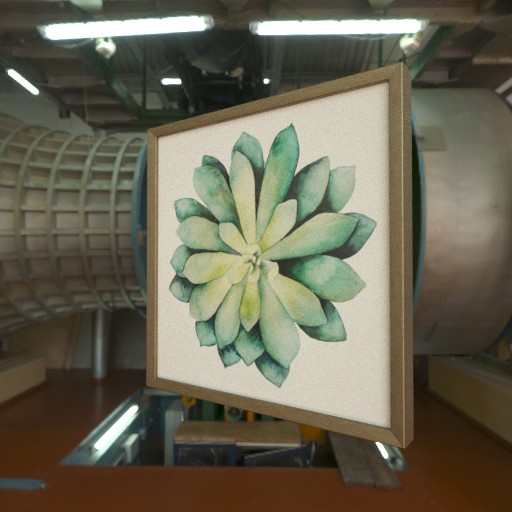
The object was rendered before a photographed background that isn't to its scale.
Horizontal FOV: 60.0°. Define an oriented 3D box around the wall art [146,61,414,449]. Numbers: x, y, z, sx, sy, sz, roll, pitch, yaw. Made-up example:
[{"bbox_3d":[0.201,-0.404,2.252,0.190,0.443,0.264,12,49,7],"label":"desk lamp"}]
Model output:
[{"bbox_3d":[0.000,0.000,0.741,0.503,0.506,0.040,-1,-1,36],"label":"wall art"}]
